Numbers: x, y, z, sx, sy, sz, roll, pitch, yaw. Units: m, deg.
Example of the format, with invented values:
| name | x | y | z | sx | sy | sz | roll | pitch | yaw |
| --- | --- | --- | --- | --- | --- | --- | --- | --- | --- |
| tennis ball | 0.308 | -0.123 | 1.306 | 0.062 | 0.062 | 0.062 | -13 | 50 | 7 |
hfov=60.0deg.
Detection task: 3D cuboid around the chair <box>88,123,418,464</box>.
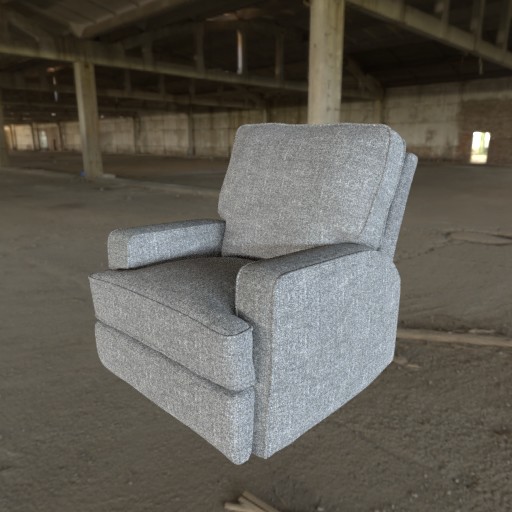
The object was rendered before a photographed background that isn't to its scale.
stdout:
| name | x | y | z | sx | sy | sz | roll | pitch | yaw |
| --- | --- | --- | --- | --- | --- | --- | --- | --- | --- |
| chair | 0.000 | 0.000 | 1.632 | 0.861 | 0.962 | 0.964 | 14 | 20 | 42 |
